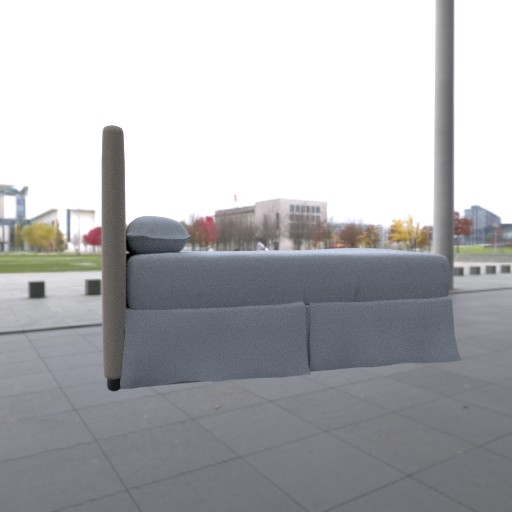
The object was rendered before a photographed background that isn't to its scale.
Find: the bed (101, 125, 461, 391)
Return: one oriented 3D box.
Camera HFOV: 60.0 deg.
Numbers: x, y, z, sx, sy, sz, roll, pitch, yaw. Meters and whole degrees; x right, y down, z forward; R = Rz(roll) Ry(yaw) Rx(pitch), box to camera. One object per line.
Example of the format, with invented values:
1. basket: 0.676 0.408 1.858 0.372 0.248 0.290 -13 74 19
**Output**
1. bed: 0.000 0.000 3.304 2.142 1.330 1.884 0 1 -18
